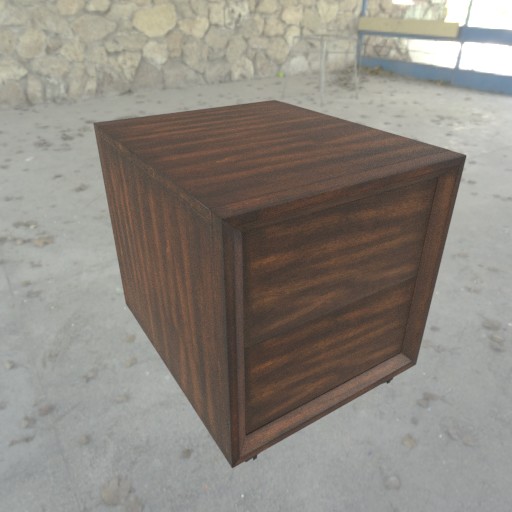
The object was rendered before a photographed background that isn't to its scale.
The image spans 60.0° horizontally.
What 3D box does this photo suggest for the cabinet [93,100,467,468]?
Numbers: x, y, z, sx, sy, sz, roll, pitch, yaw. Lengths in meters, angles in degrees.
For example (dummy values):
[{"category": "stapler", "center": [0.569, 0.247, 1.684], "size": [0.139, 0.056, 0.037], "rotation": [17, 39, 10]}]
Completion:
[{"category": "cabinet", "center": [0.000, 0.000, 0.841], "size": [0.402, 0.455, 0.500], "rotation": [-18, 34, -28]}]
